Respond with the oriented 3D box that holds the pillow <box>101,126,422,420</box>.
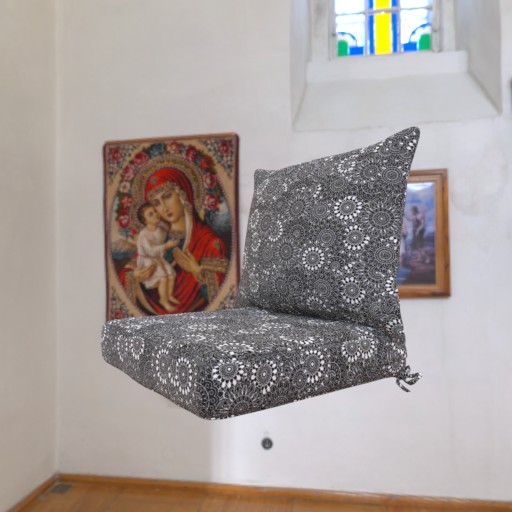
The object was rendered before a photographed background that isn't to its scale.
[{"bbox_3d":[0.000,0.000,1.348,0.740,0.722,0.798,0,0,-37],"label":"pillow"}]
